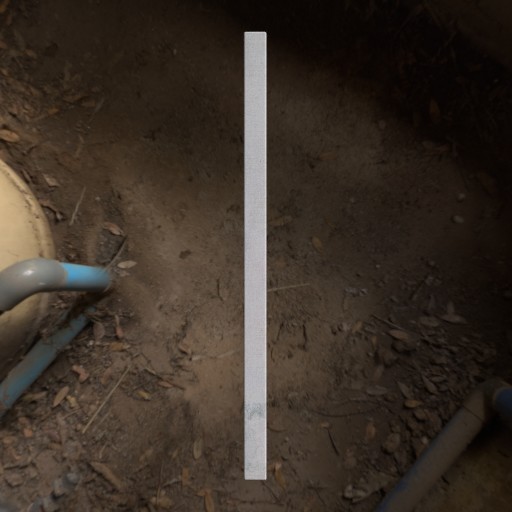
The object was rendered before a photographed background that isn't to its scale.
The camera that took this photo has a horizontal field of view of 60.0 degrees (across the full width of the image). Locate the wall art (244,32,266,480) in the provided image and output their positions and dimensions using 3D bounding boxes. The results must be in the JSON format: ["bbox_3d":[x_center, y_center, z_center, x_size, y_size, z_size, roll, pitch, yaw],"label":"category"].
[{"bbox_3d":[0.000,0.000,1.133,0.041,0.762,0.762,0,90,0],"label":"wall art"}]
